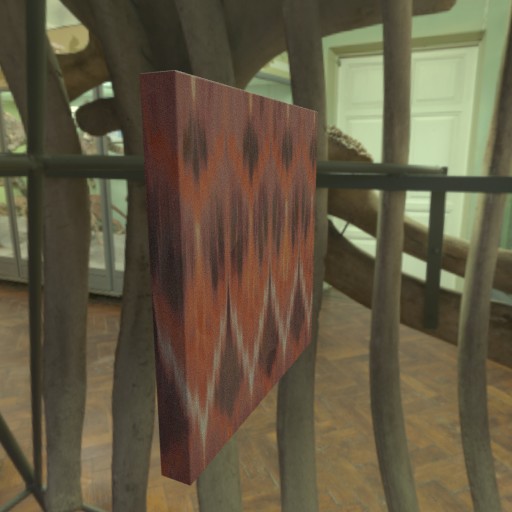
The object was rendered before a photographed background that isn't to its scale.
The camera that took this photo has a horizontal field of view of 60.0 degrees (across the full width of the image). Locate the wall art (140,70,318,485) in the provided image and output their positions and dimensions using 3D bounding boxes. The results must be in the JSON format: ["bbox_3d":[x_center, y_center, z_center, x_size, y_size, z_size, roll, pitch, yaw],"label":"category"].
[{"bbox_3d":[0.000,0.000,0.602,0.038,0.406,0.403,6,14,24],"label":"wall art"}]
